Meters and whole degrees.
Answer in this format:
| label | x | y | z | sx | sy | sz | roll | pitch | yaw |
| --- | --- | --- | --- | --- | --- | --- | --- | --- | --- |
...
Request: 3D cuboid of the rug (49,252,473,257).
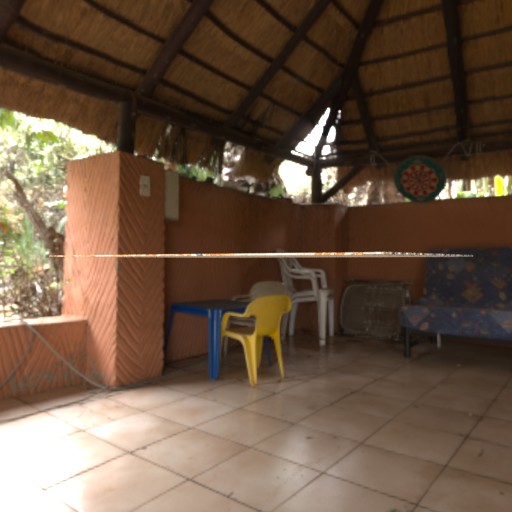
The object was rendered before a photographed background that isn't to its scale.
| label | x | y | z | sx | sy | sz | roll | pitch | yaw |
| --- | --- | --- | --- | --- | --- | --- | --- | --- | --- |
| rug | 0.000 | 0.000 | 2.286 | 1.827 | 0.008 | 1.230 | 0 | -1 | 37 |
